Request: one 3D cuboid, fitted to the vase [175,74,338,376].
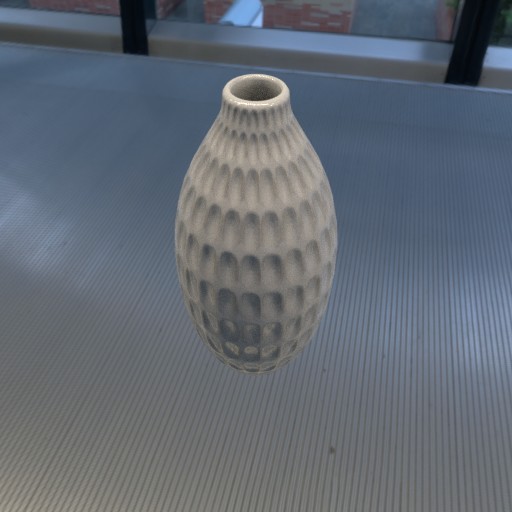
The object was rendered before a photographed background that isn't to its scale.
[{"bbox_3d":[0.000,0.000,0.355,0.127,0.282,0.127,0,47,0],"label":"vase"}]
